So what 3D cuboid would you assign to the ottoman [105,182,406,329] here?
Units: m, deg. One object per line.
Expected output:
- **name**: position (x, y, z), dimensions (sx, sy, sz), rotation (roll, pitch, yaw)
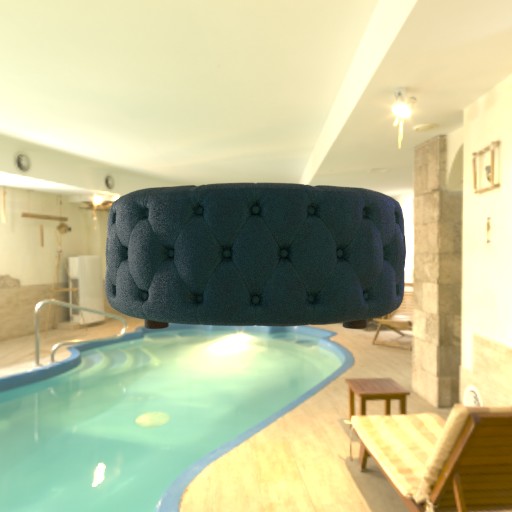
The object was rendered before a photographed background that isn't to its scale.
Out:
- **ottoman**: position (0.000, 0.000, 1.544), dimensions (0.998, 0.398, 0.998), rotation (0, 1, 0)
